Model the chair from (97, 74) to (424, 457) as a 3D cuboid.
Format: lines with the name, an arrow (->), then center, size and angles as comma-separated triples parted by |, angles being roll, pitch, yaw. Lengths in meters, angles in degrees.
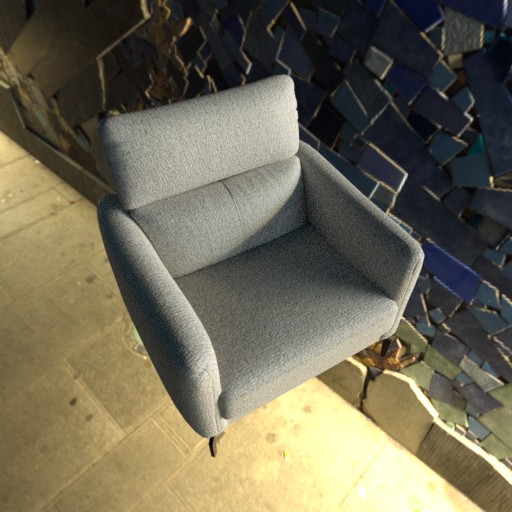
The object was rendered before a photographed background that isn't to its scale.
chair -> 0.000, 0.000, 1.651 | 0.972, 0.967, 0.835 | -23, 49, -21
